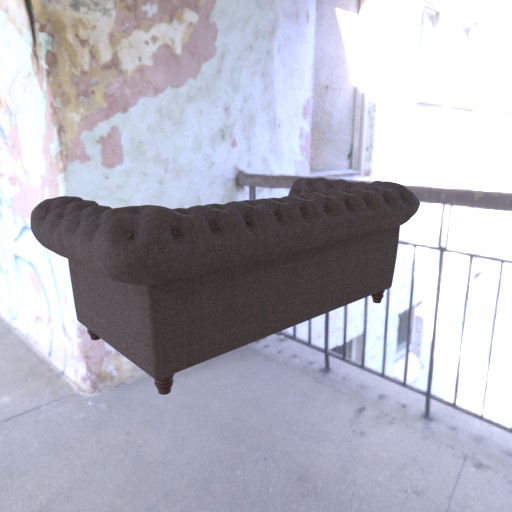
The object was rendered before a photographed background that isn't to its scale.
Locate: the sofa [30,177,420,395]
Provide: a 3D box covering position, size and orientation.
[{"bbox_3d":[0.000,0.000,2.471,2.048,0.780,0.944,-13,19,-41],"label":"sofa"}]
